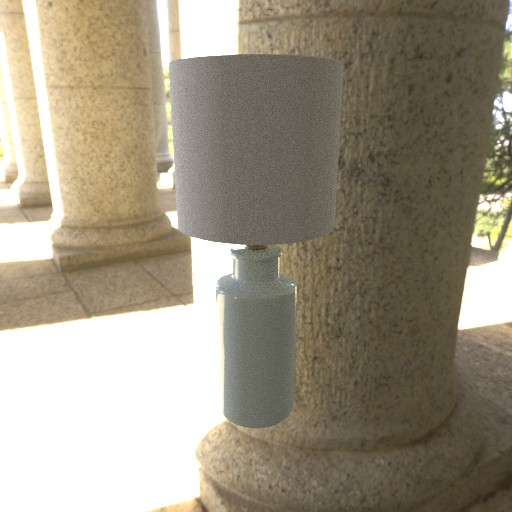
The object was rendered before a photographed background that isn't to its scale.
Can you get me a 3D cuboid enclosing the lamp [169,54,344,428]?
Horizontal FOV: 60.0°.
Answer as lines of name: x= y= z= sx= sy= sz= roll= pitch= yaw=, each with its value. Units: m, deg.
lamp: x=0.000 y=0.000 z=0.620 sx=0.212 sy=0.493 sz=0.212 roll=10 pitch=20 yaw=27
